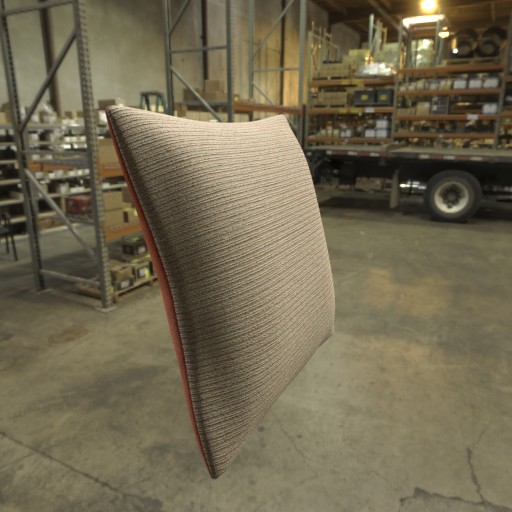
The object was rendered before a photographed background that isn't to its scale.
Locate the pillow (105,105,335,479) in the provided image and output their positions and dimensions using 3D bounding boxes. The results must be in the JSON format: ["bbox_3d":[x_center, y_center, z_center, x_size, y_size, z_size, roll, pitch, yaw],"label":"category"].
[{"bbox_3d":[0.000,0.000,0.644,0.177,0.401,0.424,8,18,26],"label":"pillow"}]
